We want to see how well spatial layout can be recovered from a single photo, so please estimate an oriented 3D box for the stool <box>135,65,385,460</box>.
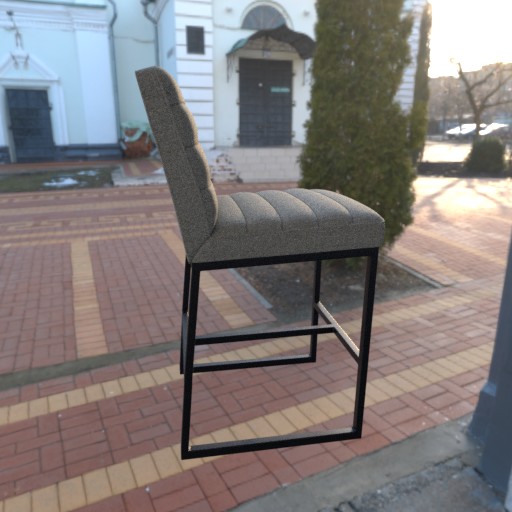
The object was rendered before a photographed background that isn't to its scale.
[{"bbox_3d":[0.000,0.000,1.247,0.560,0.940,0.460,-3,16,-9],"label":"stool"}]
